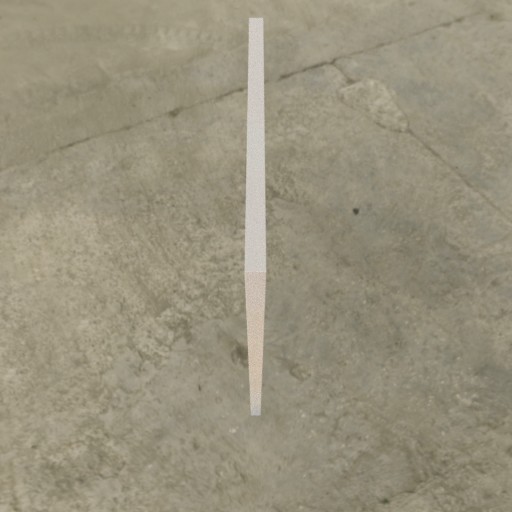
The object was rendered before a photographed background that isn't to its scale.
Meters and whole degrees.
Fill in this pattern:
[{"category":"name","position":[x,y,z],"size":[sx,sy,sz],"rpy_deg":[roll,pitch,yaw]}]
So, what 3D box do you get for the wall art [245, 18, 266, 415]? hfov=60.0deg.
[{"category":"wall art","position":[0.000,0.000,1.449],"size":[0.038,1.143,0.764],"rpy_deg":[0,58,0]}]
